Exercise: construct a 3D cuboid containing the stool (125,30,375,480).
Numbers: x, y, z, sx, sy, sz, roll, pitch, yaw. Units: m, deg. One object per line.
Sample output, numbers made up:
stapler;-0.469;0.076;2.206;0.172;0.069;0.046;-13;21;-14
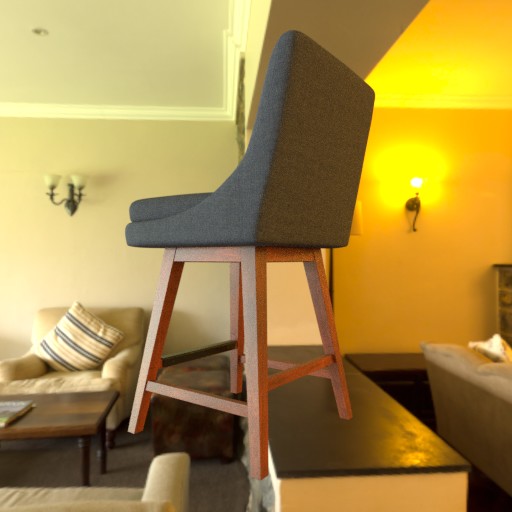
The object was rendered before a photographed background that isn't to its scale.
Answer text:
stool;0.000;0.000;1.166;0.524;0.895;0.467;0;0;36
